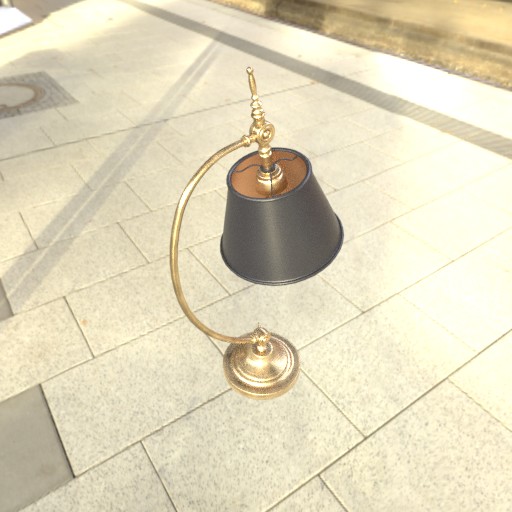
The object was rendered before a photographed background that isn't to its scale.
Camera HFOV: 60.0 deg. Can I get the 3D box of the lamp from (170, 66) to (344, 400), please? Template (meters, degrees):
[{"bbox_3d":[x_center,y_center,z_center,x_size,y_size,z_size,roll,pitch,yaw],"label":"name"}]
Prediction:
[{"bbox_3d":[0.000,0.000,0.820,0.344,0.675,0.235,-25,46,-27],"label":"lamp"}]
